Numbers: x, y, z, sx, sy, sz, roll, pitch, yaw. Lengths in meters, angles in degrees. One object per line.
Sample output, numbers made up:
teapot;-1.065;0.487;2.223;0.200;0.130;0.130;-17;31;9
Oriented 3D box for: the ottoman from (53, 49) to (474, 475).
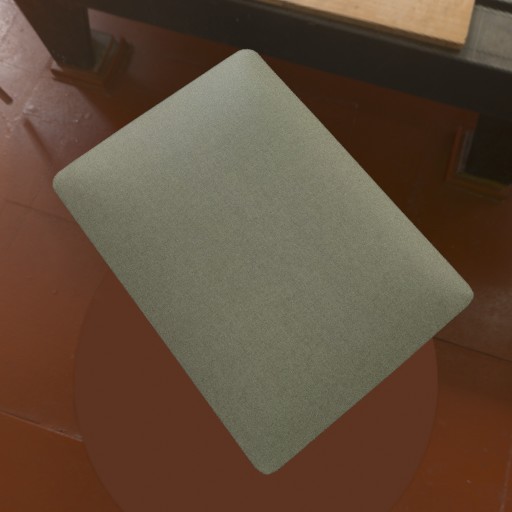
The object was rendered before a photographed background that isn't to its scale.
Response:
ottoman;0.000;0.000;1.208;0.619;0.504;0.843;-37;79;-8
